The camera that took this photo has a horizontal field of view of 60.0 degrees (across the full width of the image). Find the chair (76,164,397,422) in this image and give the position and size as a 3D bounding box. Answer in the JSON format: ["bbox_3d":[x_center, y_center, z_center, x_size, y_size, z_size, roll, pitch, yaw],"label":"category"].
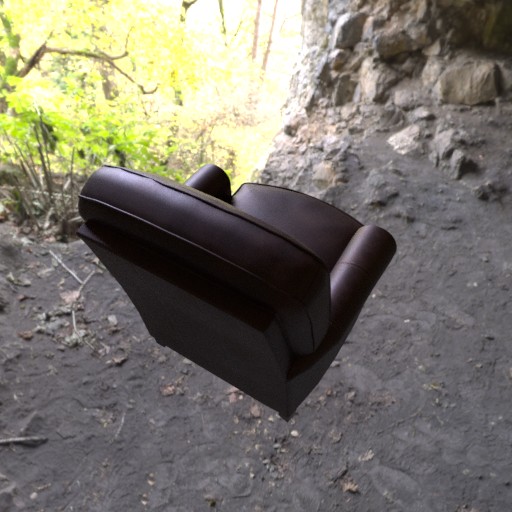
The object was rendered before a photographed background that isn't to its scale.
[{"bbox_3d":[0.000,0.000,1.750,0.936,1.018,0.986,24,50,22],"label":"chair"}]
